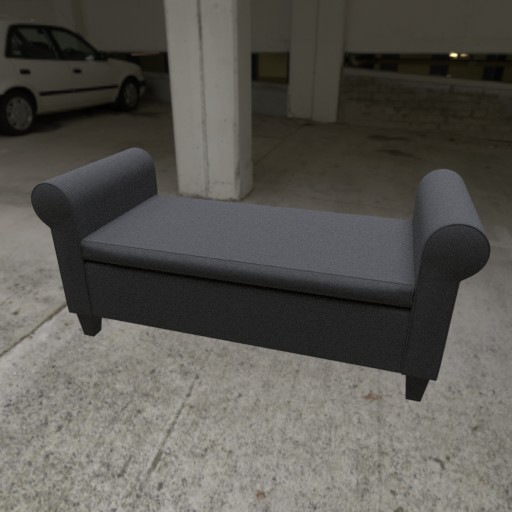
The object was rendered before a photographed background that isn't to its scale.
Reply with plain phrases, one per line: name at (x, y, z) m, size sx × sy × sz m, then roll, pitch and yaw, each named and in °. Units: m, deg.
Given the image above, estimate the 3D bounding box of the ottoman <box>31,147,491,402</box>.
ottoman at (0.000, 0.000, 1.468) m, size 1.256 × 0.547 × 0.521 m, roll 7°, pitch 27°, yaw 15°
